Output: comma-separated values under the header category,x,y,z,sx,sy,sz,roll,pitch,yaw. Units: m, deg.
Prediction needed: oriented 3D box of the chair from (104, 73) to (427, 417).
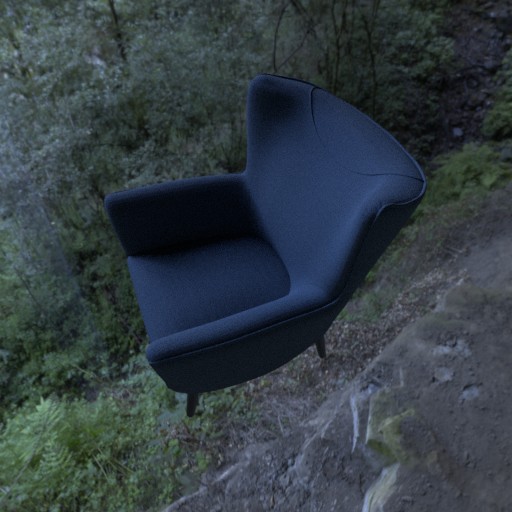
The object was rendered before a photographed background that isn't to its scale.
category,x,y,z,sx,sy,sz,roll,pitch,yaw
chair,0.000,0.000,1.558,0.888,0.933,0.781,-17,48,-15
